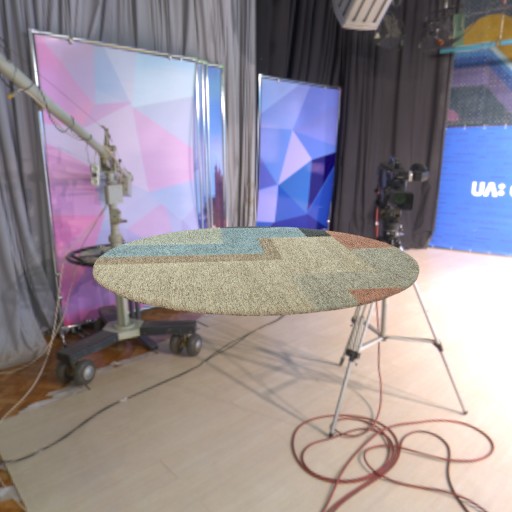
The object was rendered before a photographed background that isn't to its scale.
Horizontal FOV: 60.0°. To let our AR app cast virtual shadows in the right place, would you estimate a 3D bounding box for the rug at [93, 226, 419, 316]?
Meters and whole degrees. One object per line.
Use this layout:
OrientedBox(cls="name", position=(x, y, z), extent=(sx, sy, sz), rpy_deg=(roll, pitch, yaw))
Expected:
OrientedBox(cls="rug", position=(0.000, 0.000, 3.535), extent=(2.461, 0.033, 2.461), rpy_deg=(0, 14, 0))
